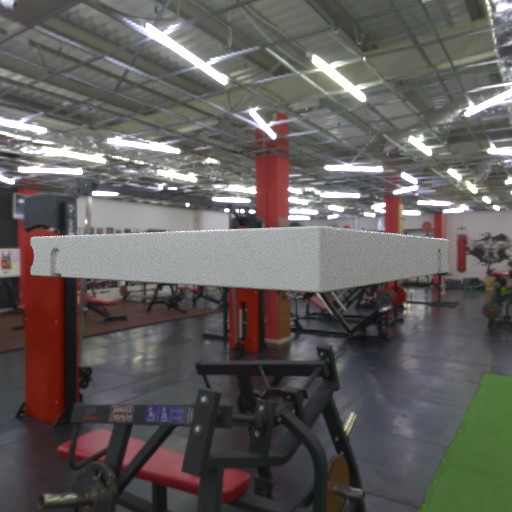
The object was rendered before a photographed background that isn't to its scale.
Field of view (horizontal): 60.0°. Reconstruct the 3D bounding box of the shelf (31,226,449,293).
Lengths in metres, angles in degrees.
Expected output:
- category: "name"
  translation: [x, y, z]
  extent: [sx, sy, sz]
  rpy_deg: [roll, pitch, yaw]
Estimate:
- category: "shelf"
  translation: [0.000, 0.000, 0.435]
  extent: [0.296, 0.035, 0.296]
  rpy_deg: [0, 1, 36]
